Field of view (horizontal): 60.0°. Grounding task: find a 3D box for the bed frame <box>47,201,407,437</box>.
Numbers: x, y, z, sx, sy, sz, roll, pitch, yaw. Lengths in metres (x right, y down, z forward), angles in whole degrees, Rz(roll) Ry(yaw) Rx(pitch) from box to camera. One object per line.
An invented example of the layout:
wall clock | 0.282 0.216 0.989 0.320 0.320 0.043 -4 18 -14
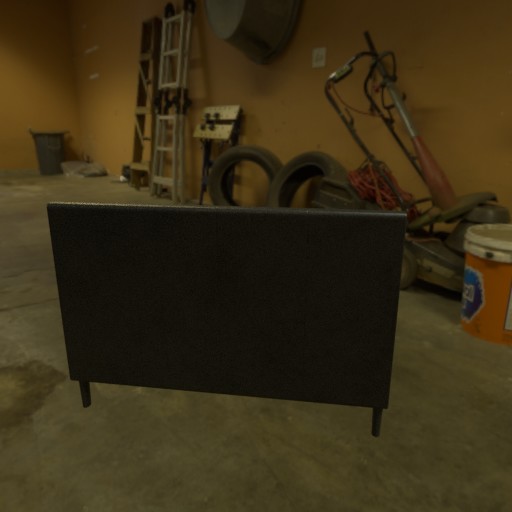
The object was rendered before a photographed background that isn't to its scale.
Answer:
bed frame | 0.000 0.000 3.209 1.634 1.127 2.318 3 17 8
